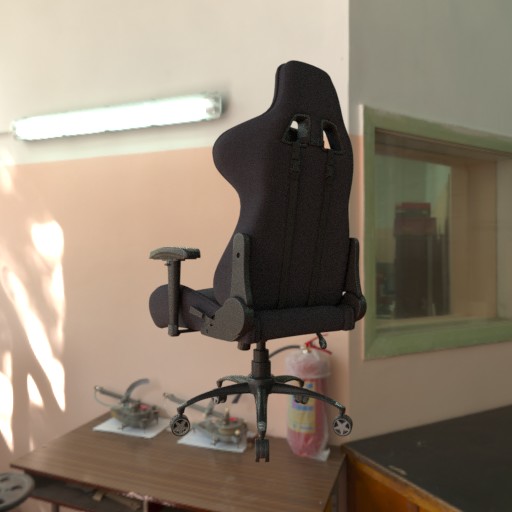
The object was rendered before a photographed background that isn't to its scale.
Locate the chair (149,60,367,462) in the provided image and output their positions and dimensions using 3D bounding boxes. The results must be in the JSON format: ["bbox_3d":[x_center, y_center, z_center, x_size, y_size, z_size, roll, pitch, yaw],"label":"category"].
[{"bbox_3d":[0.000,0.000,1.741,0.730,1.300,0.695,0,-1,-36],"label":"chair"}]
